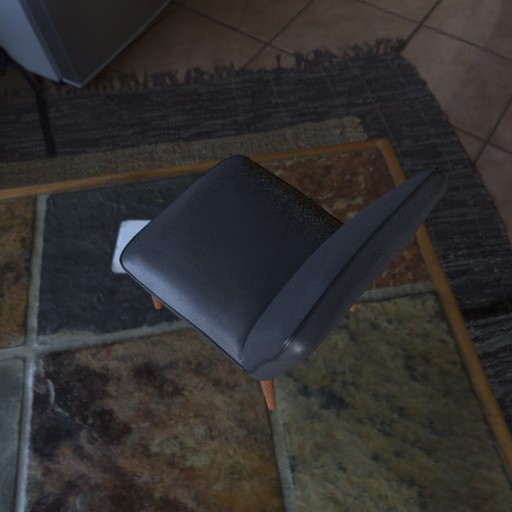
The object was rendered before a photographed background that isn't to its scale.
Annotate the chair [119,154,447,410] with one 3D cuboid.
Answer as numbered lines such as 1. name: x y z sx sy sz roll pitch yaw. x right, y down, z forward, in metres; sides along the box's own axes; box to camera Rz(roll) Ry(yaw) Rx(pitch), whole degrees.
1. chair: 0.000 0.000 1.211 0.645 0.801 0.543 34 68 16
